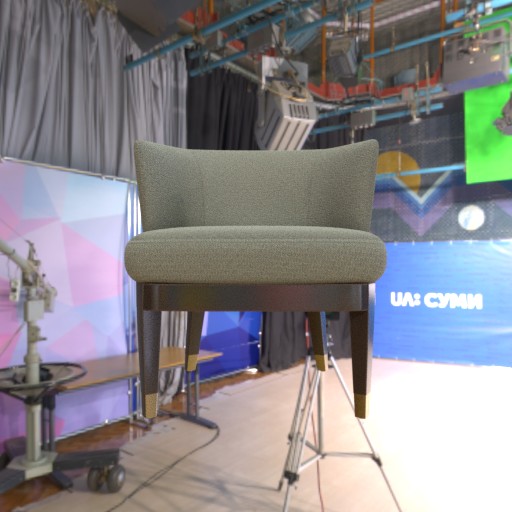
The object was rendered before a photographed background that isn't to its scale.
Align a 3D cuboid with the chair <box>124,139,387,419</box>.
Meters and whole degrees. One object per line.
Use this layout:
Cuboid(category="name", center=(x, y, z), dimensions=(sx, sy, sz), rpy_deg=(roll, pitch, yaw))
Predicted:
Cuboid(category="chair", center=(0.000, 0.000, 1.290), dimensions=(0.700, 0.760, 0.660), rpy_deg=(0, 0, 0))
